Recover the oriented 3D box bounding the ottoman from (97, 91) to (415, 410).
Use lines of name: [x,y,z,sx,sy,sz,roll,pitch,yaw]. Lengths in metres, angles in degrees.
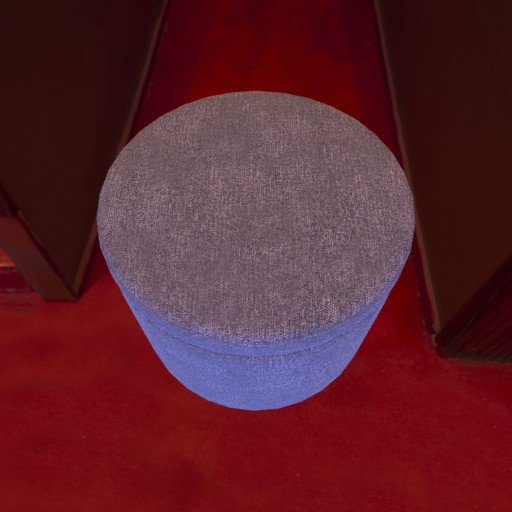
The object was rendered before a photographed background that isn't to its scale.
ottoman: [0.000,0.000,0.860,0.500,0.419,0.500,0,58,0]
